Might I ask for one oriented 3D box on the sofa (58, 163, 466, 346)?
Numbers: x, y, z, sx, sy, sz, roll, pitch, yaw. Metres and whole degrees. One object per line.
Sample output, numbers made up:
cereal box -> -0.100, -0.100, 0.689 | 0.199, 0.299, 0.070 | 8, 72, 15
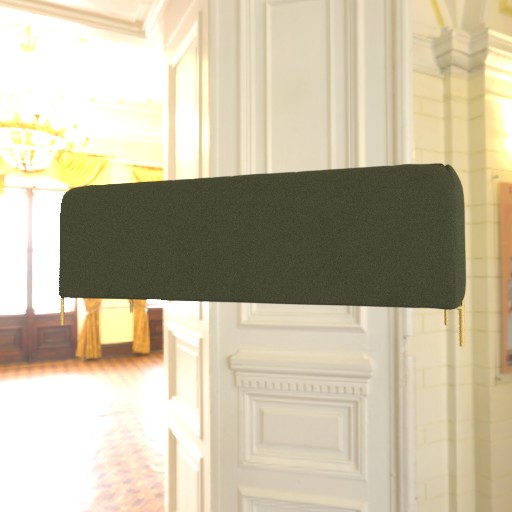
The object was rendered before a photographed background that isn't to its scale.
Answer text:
sofa -> 0.000, 0.000, 2.577 | 2.137, 0.793, 0.896 | 0, -1, 18
